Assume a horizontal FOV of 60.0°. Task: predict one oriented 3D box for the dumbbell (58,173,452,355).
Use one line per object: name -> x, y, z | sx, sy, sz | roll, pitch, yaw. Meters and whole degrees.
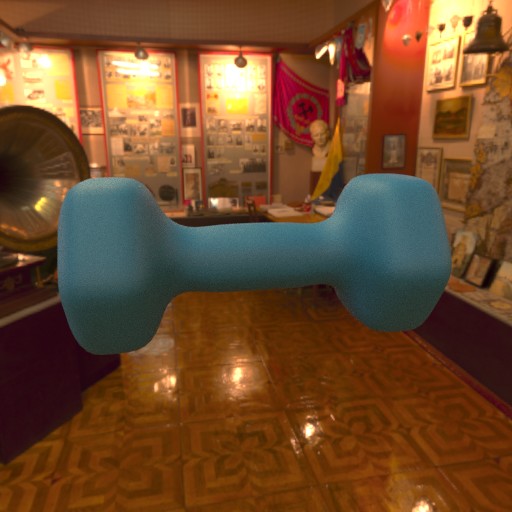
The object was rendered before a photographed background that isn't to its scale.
dumbbell -> 0.000, 0.000, 0.188 | 0.152, 0.066, 0.074 | -2, 15, -9
